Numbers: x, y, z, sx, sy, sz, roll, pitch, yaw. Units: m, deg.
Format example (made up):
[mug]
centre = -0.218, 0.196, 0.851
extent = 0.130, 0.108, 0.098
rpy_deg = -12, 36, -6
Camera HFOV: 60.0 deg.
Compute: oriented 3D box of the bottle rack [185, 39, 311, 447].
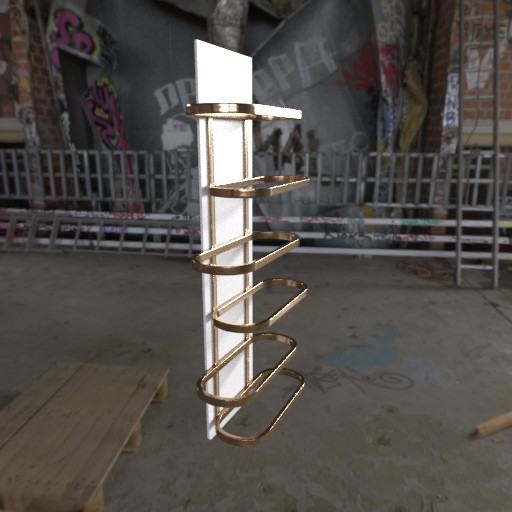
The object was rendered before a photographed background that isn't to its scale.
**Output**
[bottle rack]
centre = 0.000, 0.000, 0.817
extent = 0.118, 0.709, 0.332
rpy_deg = 7, 17, 26
